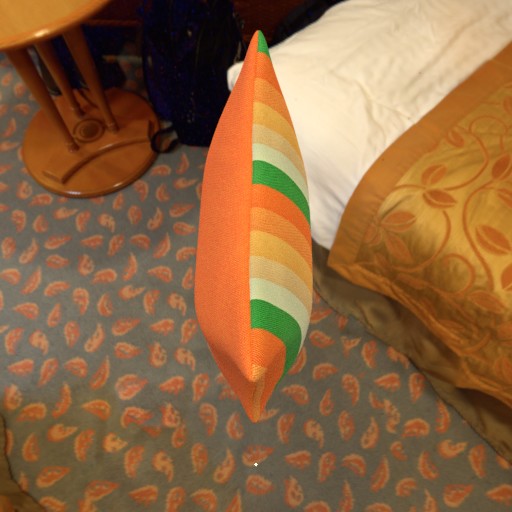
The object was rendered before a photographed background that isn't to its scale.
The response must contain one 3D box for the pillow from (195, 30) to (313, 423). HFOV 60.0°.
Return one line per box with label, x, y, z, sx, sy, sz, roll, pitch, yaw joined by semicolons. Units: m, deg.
pillow;0.000;0.000;0.690;0.169;0.444;0.453;1;65;0
